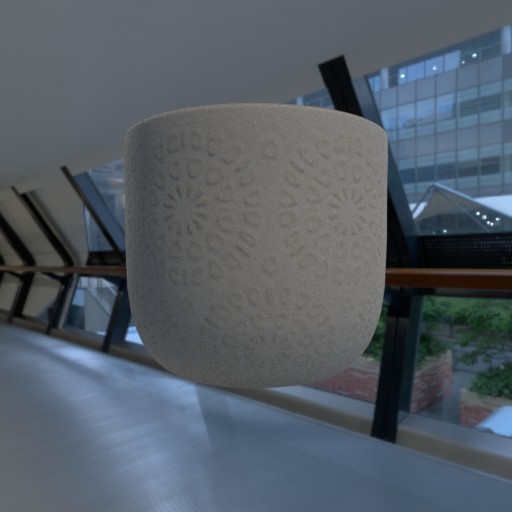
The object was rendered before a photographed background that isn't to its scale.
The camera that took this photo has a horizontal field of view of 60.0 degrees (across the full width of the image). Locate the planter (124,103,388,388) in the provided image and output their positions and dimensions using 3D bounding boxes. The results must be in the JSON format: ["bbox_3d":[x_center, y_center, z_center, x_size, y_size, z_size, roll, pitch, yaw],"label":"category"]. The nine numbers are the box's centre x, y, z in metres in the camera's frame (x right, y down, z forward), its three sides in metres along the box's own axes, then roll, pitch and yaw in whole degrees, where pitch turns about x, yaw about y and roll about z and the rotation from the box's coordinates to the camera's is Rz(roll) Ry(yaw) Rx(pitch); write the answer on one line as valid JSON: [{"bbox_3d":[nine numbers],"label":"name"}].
[{"bbox_3d":[0.000,0.000,0.218,0.124,0.109,0.124,0,0,0],"label":"planter"}]
